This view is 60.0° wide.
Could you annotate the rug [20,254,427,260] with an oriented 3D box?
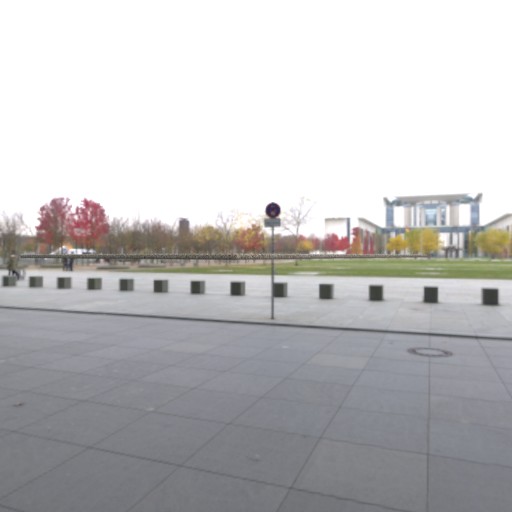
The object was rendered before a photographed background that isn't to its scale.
[{"bbox_3d":[0.000,0.000,3.409,1.800,0.025,2.699,0,0,37],"label":"rug"}]
